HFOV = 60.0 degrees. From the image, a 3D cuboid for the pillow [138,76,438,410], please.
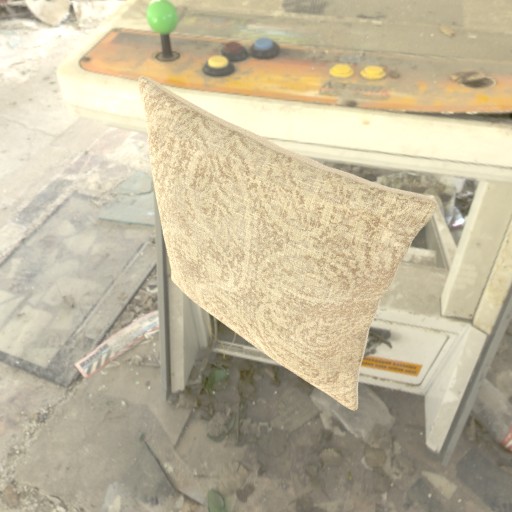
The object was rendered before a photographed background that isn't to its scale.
[{"bbox_3d":[0.000,0.000,0.793,0.523,0.510,0.166,31,54,26],"label":"pillow"}]
